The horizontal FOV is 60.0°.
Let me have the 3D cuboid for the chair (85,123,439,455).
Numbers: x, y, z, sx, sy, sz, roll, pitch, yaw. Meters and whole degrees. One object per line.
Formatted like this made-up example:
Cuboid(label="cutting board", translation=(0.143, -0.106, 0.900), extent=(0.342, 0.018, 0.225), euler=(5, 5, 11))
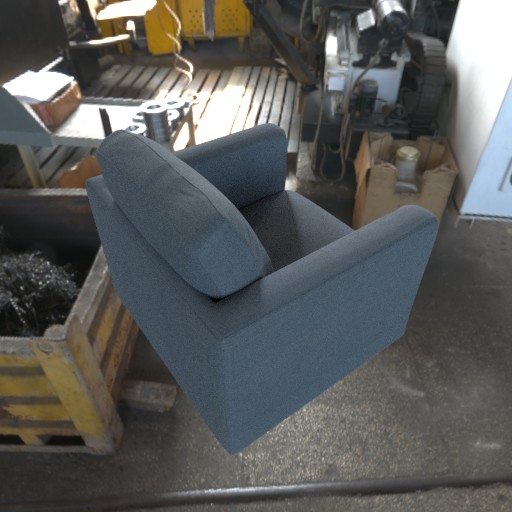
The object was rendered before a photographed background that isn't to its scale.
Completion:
Cuboid(label="chair", translation=(0.000, 0.000, 1.548), extent=(0.820, 0.922, 0.855), euler=(-26, 47, -27))
